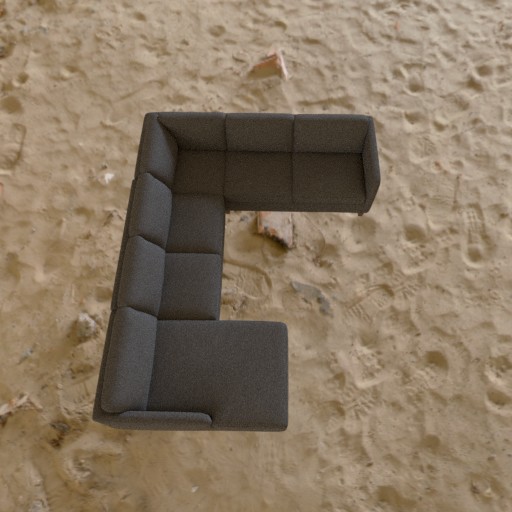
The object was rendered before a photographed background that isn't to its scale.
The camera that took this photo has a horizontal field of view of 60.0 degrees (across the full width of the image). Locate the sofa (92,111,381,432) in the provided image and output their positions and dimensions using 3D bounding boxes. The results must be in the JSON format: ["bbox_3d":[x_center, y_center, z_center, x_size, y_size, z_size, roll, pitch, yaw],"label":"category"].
[{"bbox_3d":[0.000,0.000,4.399,2.551,0.853,3.238,1,64,0],"label":"sofa"}]
